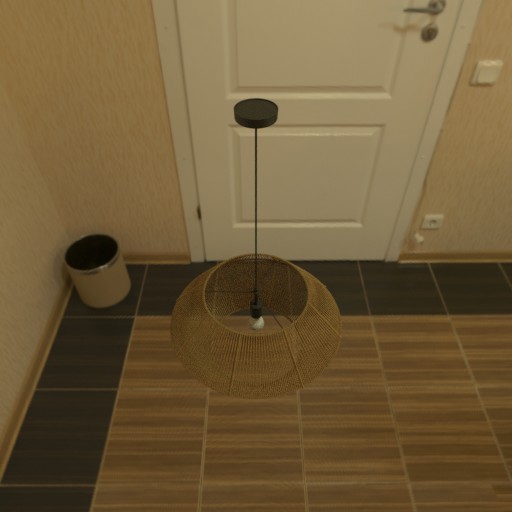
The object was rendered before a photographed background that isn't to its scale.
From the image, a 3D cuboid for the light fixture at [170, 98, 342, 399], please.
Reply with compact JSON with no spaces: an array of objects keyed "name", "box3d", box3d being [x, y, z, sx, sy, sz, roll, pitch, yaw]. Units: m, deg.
[{"name":"light fixture","box3d":[0.000,0.000,1.421,0.643,1.009,0.643,0,46,0]}]
